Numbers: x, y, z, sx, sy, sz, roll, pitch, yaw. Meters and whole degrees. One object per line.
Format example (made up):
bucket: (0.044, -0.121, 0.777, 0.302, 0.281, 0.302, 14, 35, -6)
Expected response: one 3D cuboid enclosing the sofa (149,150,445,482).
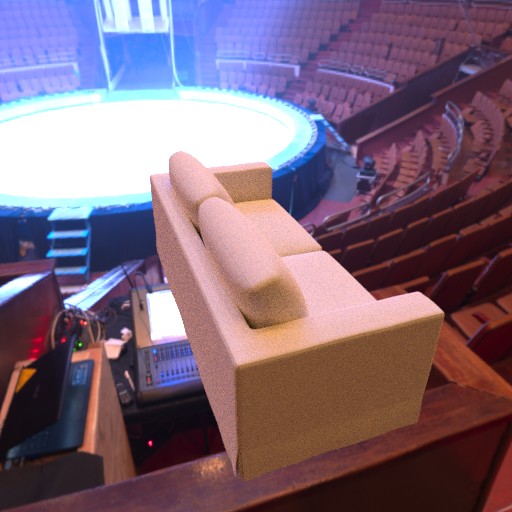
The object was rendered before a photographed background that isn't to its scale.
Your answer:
sofa: (0.000, 0.000, 2.690, 0.954, 0.881, 2.163, -10, 32, -17)
